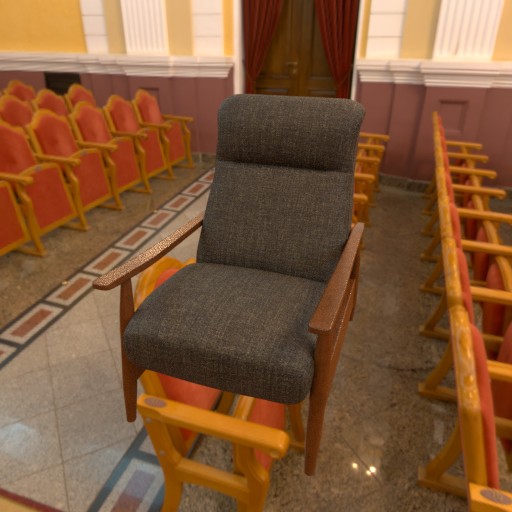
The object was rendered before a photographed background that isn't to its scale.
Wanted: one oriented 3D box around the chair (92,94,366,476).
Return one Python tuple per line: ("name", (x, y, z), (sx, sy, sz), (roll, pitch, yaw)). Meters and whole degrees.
("chair", (0.000, 0.000, 1.750), (0.762, 1.082, 1.014), (9, 29, 17))
